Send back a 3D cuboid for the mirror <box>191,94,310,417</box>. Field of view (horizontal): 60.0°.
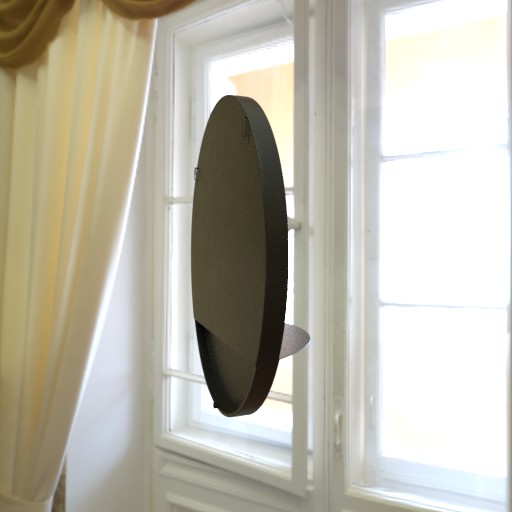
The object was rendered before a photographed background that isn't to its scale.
[{"bbox_3d":[0.000,0.000,0.683,0.133,0.457,0.457,0,0,-18],"label":"mirror"}]
